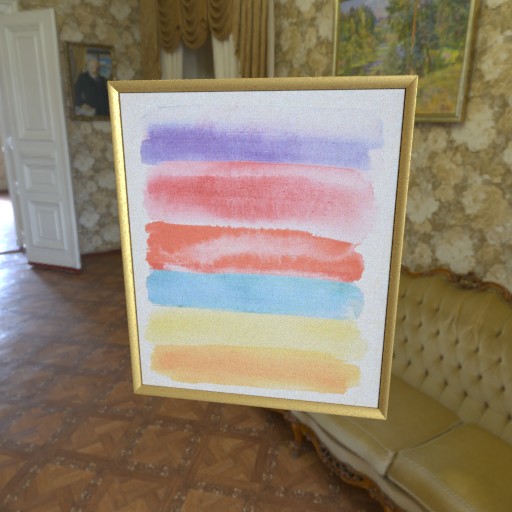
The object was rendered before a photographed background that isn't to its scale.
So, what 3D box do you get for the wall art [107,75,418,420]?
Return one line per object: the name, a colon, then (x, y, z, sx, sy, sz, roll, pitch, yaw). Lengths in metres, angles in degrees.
wall art: (0.000, 0.000, 0.864, 0.537, 0.642, 0.048, 3, 16, 10)
